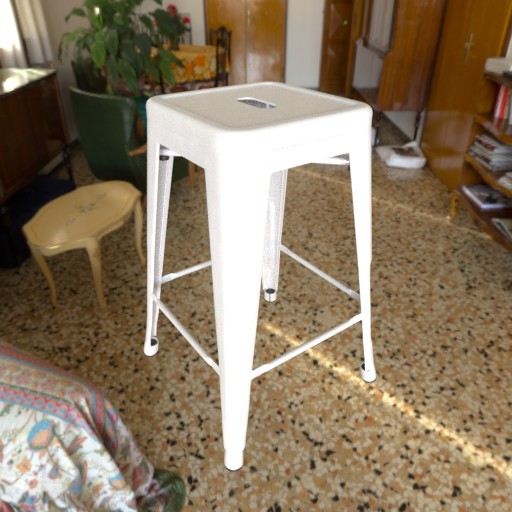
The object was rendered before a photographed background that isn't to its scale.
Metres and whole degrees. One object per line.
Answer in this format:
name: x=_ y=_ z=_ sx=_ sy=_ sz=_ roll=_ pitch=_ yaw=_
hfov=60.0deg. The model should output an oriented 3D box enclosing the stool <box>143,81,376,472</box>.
stool: x=0.000 y=0.000 z=0.902 sx=0.406 sy=0.610 sz=0.406 roll=-21 pitch=37 yaw=-30
